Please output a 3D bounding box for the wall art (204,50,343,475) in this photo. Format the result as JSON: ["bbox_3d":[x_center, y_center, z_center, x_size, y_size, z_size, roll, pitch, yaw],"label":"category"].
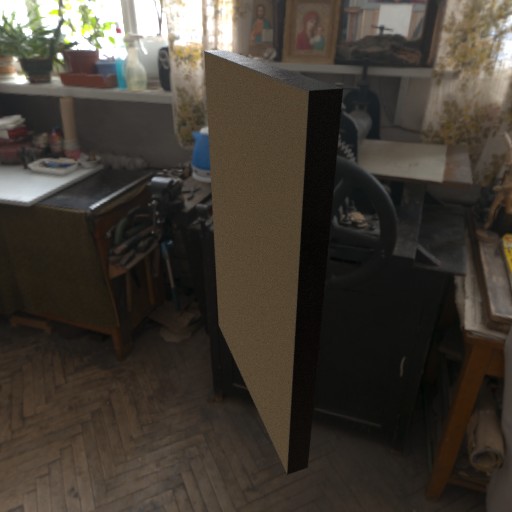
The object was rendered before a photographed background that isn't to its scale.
[{"bbox_3d":[0.000,0.000,0.573,0.031,0.457,0.313,-10,32,-17],"label":"wall art"}]
